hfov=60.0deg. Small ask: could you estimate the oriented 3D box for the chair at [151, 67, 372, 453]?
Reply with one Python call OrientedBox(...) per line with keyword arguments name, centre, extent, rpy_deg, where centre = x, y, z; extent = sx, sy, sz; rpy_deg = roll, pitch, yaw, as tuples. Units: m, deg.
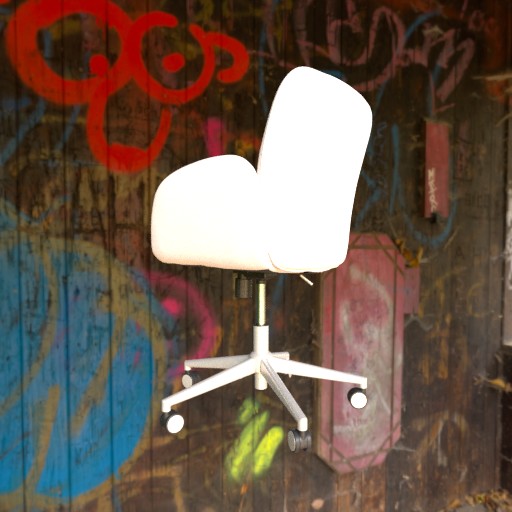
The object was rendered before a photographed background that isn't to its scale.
OrientedBox(name="chair", centre=(0.000, 0.000, 1.402), extent=(0.633, 0.959, 0.648), rpy_deg=(2, 3, 36))
